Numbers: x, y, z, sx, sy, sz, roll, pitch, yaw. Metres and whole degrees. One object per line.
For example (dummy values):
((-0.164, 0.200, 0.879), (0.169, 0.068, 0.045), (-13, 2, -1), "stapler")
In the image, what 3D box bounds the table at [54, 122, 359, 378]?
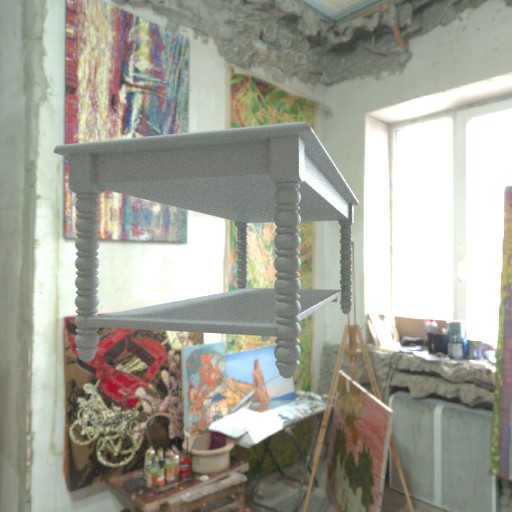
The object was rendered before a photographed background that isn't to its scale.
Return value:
((0.000, 0.000, 1.451), (0.580, 0.487, 1.171), (0, -1, 18), "table")
